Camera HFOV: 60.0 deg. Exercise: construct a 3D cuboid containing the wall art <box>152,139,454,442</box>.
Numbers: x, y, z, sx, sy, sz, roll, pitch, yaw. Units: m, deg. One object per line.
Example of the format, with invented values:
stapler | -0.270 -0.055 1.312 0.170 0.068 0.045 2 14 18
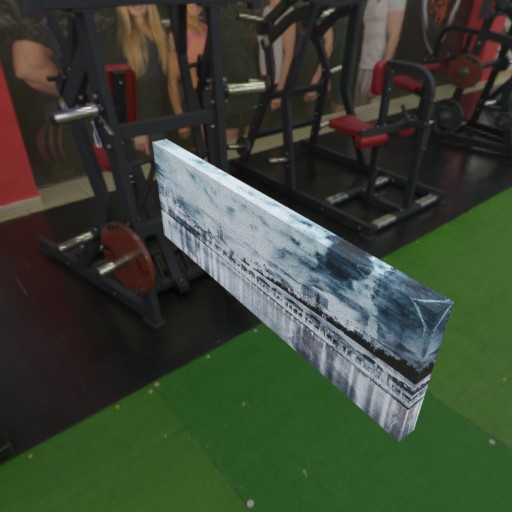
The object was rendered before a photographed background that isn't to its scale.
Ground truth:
wall art | 0.000 0.000 0.855 0.037 0.251 0.759 -22 39 -30
